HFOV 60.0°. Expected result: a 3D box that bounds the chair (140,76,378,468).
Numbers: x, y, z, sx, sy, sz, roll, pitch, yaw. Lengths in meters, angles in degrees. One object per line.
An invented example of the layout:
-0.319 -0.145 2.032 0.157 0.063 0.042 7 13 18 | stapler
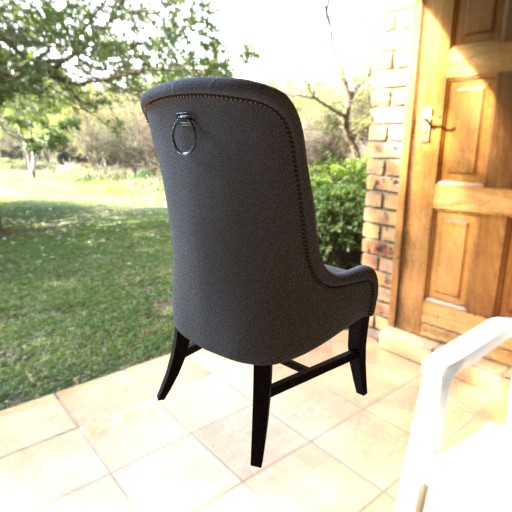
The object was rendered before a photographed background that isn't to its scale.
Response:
0.000 0.000 1.520 0.634 1.091 0.629 14 20 42 | chair
